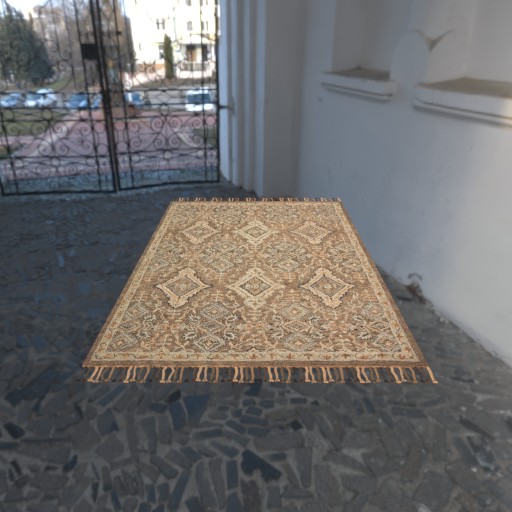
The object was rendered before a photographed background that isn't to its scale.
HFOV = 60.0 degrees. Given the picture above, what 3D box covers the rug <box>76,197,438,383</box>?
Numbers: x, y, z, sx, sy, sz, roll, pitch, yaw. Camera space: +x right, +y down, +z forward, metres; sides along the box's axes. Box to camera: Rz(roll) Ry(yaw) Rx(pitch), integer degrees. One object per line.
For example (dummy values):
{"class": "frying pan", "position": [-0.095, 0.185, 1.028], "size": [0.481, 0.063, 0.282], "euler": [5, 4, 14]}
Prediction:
{"class": "rug", "position": [0.000, 0.000, 2.939], "size": [1.516, 0.010, 2.434], "euler": [0, 26, 0]}
